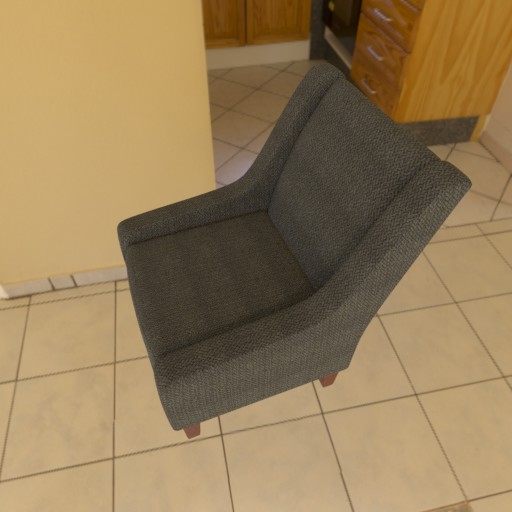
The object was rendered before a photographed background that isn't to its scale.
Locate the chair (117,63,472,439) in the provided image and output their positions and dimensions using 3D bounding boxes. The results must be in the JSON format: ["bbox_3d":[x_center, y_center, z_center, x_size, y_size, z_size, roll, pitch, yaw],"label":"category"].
[{"bbox_3d":[0.000,0.000,1.649,0.944,1.012,0.793,-16,48,-15],"label":"chair"}]
